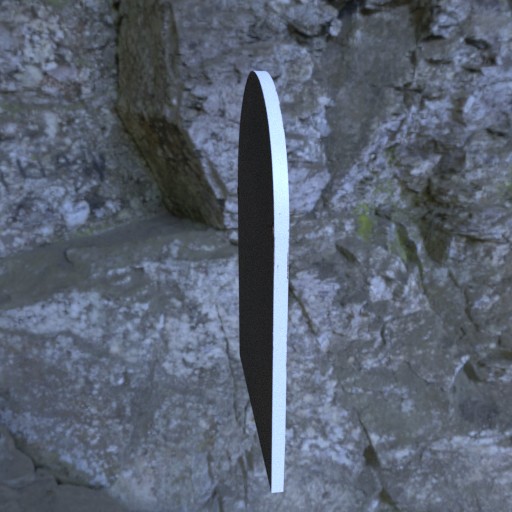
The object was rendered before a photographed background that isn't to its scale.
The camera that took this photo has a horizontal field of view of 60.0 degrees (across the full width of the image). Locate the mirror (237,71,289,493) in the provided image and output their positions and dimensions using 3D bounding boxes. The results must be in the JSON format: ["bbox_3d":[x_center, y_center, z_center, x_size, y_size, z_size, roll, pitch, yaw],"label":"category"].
[{"bbox_3d":[0.000,0.000,1.188,0.032,0.920,0.660,-2,15,-8],"label":"mirror"}]
